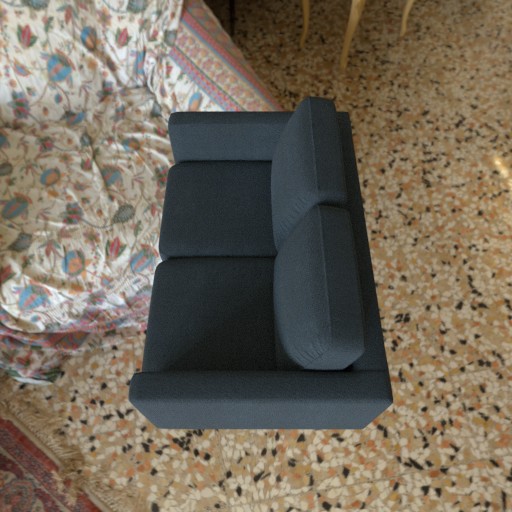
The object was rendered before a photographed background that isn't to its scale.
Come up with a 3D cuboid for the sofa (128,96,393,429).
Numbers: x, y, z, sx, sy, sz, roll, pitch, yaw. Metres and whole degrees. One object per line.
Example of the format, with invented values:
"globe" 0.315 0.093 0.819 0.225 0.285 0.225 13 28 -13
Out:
"sofa" 0.000 0.000 2.186 0.999 0.930 1.518 0 59 0
